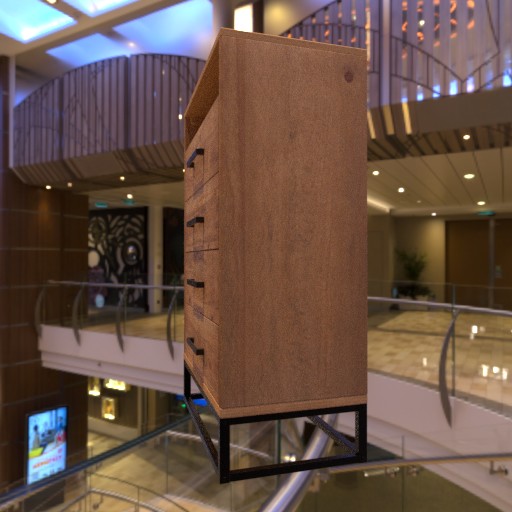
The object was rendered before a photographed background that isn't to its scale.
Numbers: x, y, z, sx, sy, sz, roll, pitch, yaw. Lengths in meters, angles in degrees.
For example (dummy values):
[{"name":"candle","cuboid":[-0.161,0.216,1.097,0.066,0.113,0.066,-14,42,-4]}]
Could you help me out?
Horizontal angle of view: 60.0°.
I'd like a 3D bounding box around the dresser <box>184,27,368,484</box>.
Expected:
[{"name":"dresser","cuboid":[0.000,0.000,1.625,0.479,1.240,0.761,0,0,-17]}]
